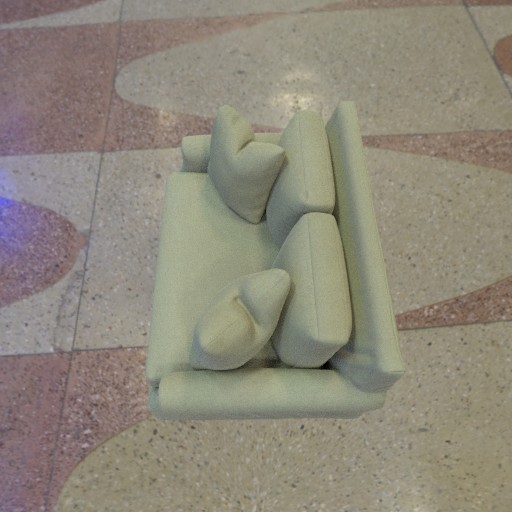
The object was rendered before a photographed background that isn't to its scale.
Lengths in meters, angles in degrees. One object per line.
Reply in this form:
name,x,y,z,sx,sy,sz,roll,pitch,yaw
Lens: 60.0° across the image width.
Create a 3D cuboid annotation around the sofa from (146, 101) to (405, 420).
sofa,0.000,0.000,2.243,1.070,0.905,1.550,-1,59,-1
